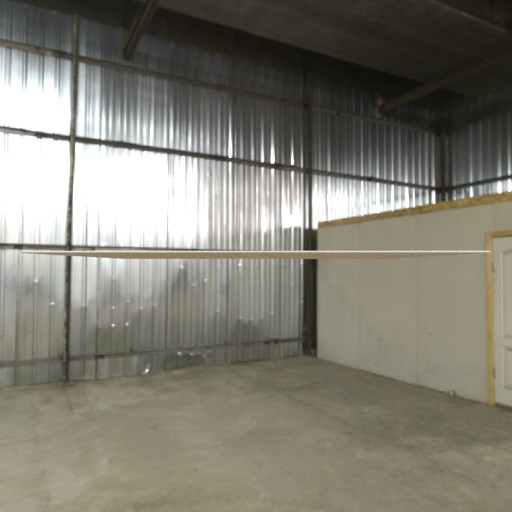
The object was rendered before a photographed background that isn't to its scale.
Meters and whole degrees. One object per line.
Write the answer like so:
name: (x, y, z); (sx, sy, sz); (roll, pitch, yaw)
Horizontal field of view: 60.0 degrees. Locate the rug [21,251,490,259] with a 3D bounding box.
rug: (0.000, 0.000, 2.775); (2.142, 0.010, 1.533); (0, -1, 1)
